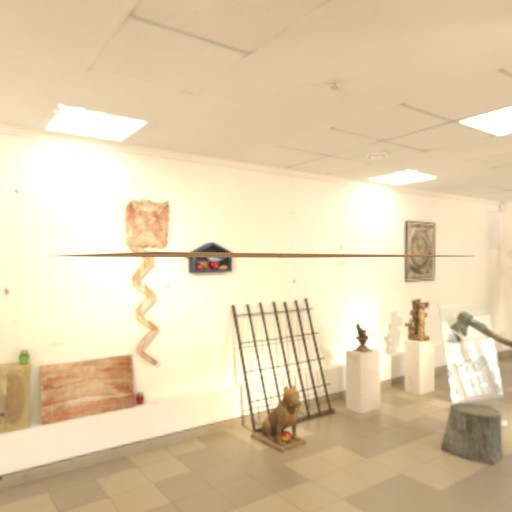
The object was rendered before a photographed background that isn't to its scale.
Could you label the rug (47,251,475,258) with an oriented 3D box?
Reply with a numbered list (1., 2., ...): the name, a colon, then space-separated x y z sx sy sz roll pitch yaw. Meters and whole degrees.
1. rug: 0.000 0.000 4.020 3.045 0.011 2.436 0 -1 -36
